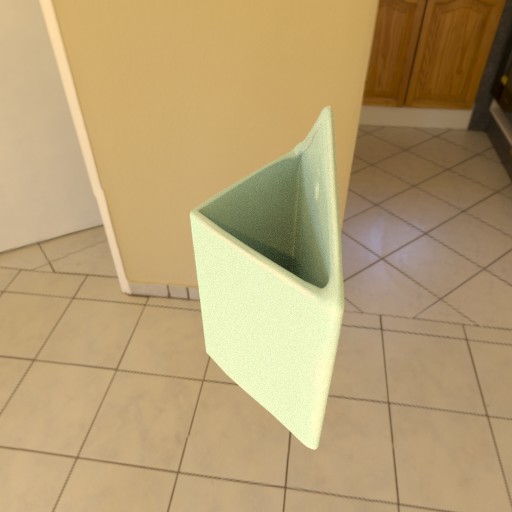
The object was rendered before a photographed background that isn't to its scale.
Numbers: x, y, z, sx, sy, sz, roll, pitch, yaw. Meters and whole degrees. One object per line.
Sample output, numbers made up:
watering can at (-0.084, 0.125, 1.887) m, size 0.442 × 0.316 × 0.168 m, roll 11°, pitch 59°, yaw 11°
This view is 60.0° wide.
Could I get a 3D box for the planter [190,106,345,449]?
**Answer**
planter at (0.000, 0.000, 0.288) m, size 0.079 × 0.197 × 0.164 m, roll -1°, pitch 41°, yaw -1°
